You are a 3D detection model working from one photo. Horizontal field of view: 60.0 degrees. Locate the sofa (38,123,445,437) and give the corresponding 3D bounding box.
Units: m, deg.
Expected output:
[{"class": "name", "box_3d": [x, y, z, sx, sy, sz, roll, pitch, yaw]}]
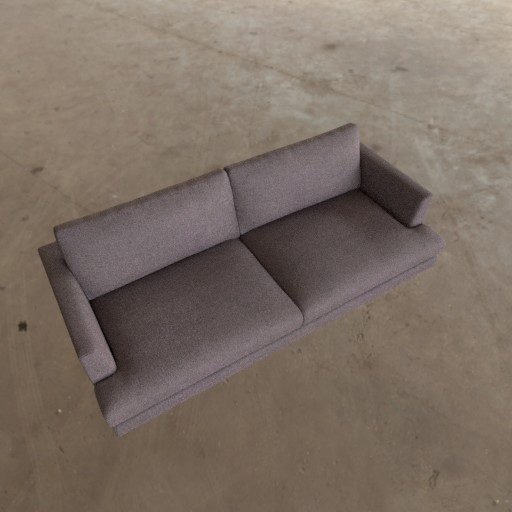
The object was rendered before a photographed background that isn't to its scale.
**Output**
[{"class": "sofa", "box_3d": [0.000, 0.000, 2.713, 2.250, 0.868, 1.020, -24, 51, -21]}]
